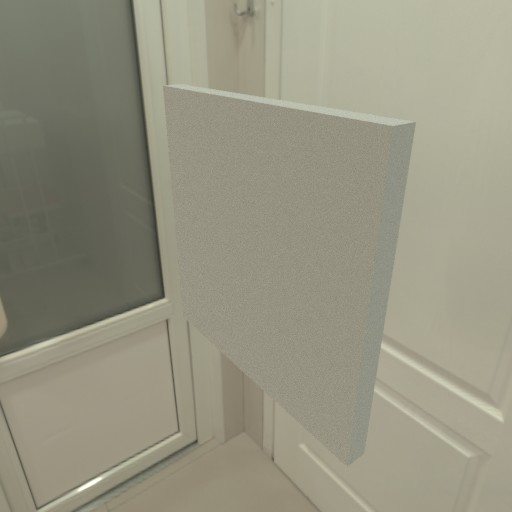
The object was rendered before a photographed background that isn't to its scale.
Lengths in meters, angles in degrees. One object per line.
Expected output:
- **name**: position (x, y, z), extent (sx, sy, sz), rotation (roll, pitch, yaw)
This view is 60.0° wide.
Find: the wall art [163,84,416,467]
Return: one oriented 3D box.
- **wall art**: position (0.000, 0.000, 0.527), extent (0.027, 0.355, 0.355), rotation (-19, 32, -33)
